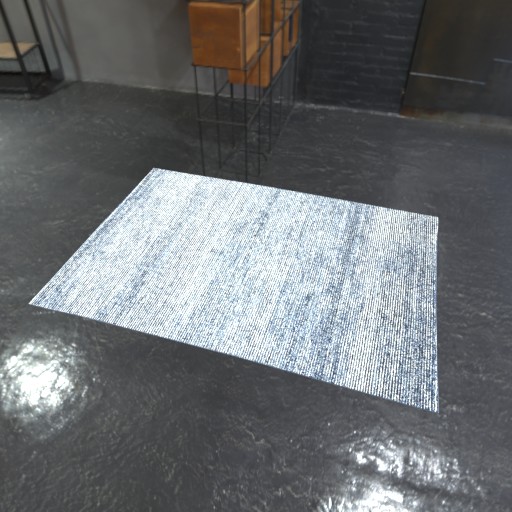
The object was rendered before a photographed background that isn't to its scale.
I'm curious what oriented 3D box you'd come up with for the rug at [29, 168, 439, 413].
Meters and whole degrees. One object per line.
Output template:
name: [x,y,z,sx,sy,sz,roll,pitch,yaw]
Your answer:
rug: [0.000,0.000,2.961,2.349,0.030,1.624,12,44,13]
